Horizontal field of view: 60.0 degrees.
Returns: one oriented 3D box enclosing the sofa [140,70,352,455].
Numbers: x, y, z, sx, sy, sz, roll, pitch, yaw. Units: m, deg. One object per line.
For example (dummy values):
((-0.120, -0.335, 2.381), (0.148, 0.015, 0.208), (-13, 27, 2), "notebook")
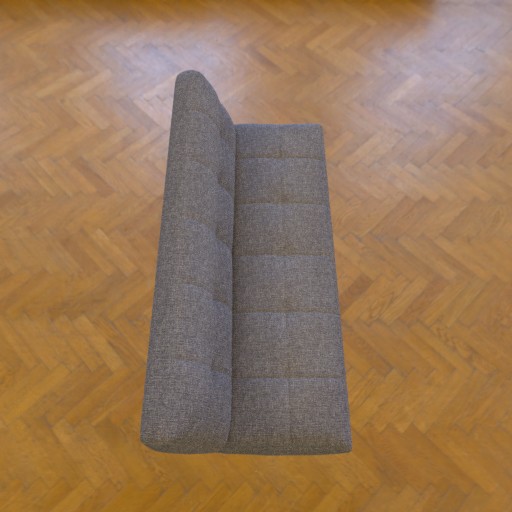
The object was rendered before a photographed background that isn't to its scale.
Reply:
((0.000, 0.000, 2.222), (0.820, 0.770, 1.820), (0, 64, 0), "sofa")
